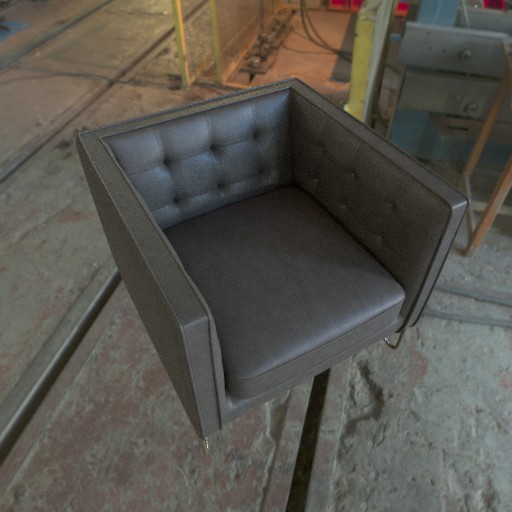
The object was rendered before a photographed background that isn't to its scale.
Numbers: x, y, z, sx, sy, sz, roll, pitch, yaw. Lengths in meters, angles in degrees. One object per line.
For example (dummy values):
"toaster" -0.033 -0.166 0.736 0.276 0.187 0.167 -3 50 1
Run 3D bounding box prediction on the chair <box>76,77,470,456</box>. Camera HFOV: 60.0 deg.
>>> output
"chair" 0.000 0.000 1.575 0.880 0.790 0.894 -22 50 -20
